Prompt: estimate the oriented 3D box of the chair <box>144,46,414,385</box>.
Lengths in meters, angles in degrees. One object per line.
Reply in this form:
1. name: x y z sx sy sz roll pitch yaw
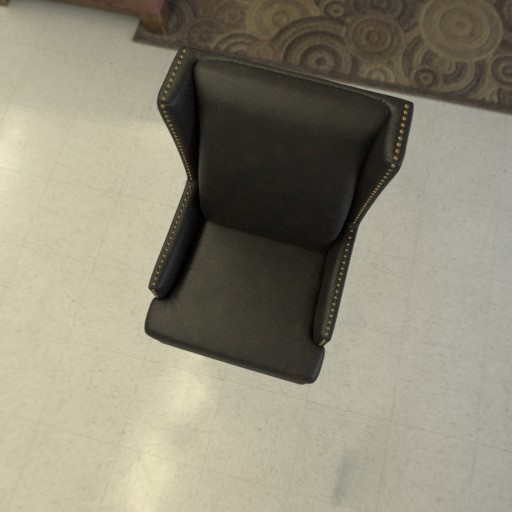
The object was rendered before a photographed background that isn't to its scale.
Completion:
1. chair: 0.000 0.000 1.663 0.703 1.142 0.799 16 75 4
